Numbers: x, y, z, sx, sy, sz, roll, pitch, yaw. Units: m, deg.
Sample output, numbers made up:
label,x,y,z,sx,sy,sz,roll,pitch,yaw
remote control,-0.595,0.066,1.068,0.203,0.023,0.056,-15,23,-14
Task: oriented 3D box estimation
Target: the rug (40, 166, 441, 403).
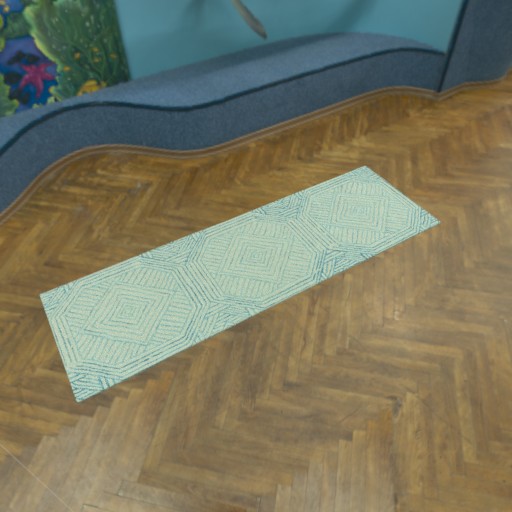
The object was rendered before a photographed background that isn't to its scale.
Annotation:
label,x,y,z,sx,sy,sz,roll,pitch,yaw
rug,0.000,0.000,2.768,2.452,0.012,0.775,-24,51,-21
